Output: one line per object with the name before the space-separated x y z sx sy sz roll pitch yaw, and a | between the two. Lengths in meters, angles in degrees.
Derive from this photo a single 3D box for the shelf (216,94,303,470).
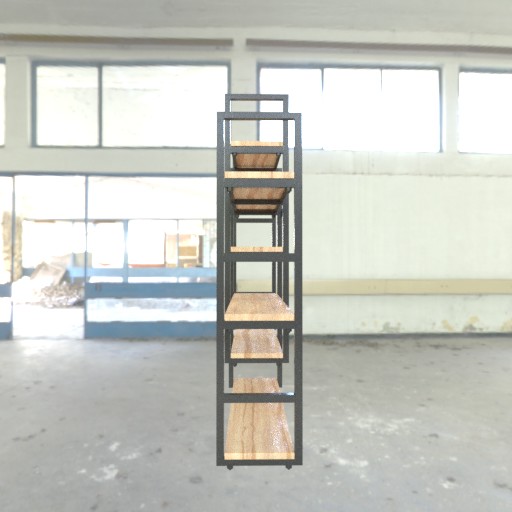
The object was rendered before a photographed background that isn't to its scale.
shelf | 0.000 0.000 1.412 0.183 0.921 0.946 0 -1 -1
